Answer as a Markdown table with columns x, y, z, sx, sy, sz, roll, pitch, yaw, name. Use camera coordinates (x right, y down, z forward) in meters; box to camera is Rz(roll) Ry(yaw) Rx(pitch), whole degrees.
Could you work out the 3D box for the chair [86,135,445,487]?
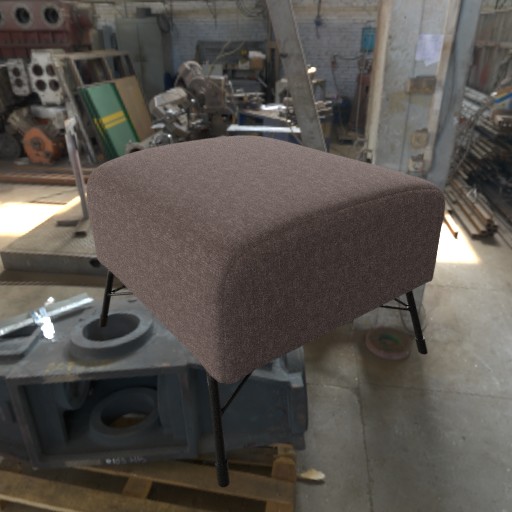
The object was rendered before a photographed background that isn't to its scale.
| x | y | z | sx | sy | sz | roll | pitch | yaw | name |
| --- | --- | --- | --- | --- | --- | --- | --- | --- | --- |
| 0.000 | 0.000 | 0.903 | 0.530 | 0.410 | 0.530 | -19 | 32 | -33 | chair |
